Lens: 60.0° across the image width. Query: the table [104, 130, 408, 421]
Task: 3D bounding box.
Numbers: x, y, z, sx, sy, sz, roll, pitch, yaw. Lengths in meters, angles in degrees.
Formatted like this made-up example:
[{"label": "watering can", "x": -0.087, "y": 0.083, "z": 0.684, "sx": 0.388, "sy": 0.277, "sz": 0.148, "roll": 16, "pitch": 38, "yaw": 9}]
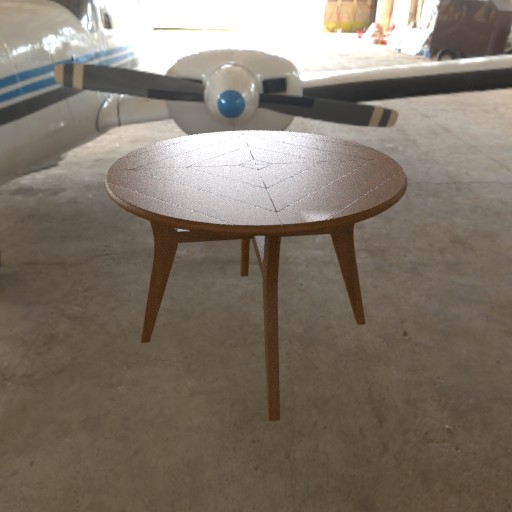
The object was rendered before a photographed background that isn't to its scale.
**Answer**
[{"label": "table", "x": 0.000, "y": 0.000, "z": 1.786, "sx": 1.055, "sy": 0.757, "sz": 1.055, "roll": 0, "pitch": 29, "yaw": 0}]
